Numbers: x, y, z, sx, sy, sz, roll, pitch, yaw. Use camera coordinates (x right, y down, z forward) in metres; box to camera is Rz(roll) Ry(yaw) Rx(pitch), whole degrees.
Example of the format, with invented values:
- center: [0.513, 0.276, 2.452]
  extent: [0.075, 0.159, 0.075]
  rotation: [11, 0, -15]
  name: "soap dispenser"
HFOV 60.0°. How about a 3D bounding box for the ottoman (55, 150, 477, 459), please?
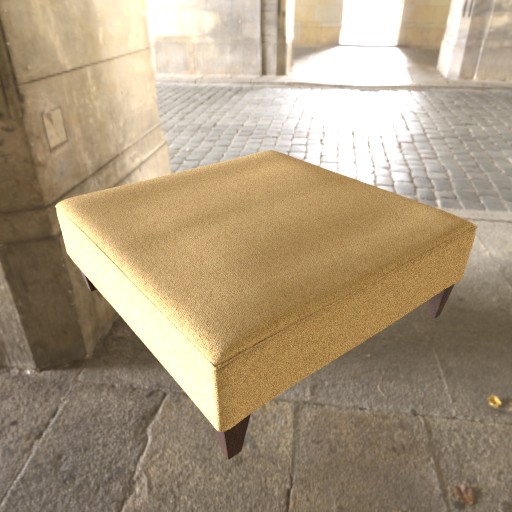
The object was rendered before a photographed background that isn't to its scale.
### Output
- center: [0.000, 0.000, 1.488]
  extent: [0.970, 0.378, 0.981]
  rotation: [-22, 37, -32]
  name: "ottoman"
